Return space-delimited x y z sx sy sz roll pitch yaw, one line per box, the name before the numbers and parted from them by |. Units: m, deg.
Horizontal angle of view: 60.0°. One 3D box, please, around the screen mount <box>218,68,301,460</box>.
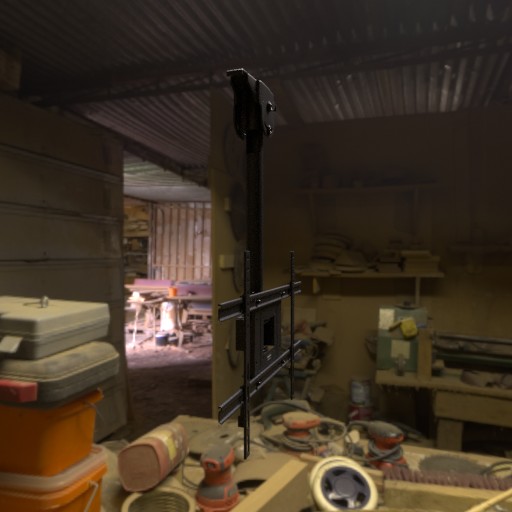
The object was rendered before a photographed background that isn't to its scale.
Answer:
screen mount | 0.000 0.000 1.039 0.090 0.775 0.595 0 1 19
